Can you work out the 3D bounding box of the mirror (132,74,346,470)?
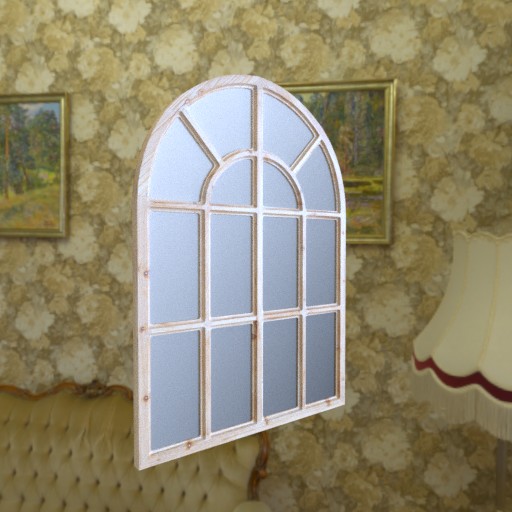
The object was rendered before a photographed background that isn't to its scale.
[{"bbox_3d":[0.000,0.000,1.161,0.660,0.920,0.032,-1,2,-37],"label":"mirror"}]
